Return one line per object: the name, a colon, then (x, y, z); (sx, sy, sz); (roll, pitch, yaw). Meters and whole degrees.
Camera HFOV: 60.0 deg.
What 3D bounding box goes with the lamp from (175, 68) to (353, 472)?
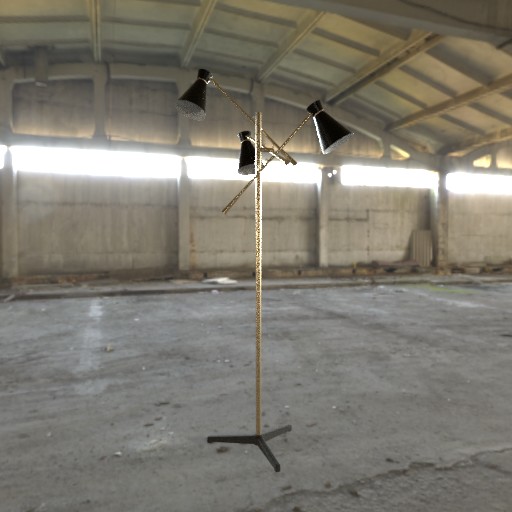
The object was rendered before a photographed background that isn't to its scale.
lamp: (0.000, 0.000, 2.153); (0.750, 1.804, 0.653); (0, 1, -19)
